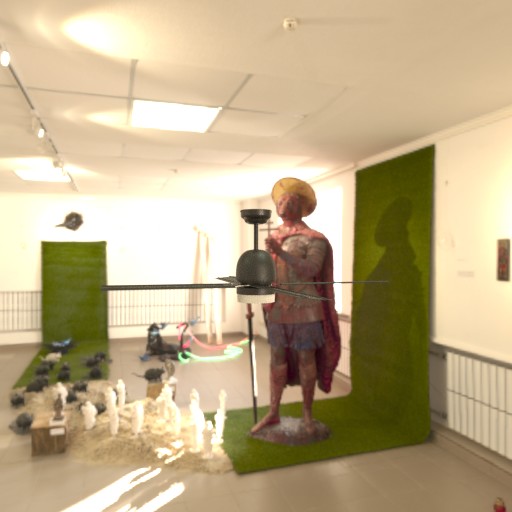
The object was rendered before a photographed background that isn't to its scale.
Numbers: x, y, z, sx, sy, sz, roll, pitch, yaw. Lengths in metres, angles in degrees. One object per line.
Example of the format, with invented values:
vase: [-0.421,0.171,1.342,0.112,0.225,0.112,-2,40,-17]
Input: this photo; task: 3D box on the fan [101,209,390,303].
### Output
fan: [0.000,0.000,1.994,1.319,0.410,1.319,0,0,-18]
